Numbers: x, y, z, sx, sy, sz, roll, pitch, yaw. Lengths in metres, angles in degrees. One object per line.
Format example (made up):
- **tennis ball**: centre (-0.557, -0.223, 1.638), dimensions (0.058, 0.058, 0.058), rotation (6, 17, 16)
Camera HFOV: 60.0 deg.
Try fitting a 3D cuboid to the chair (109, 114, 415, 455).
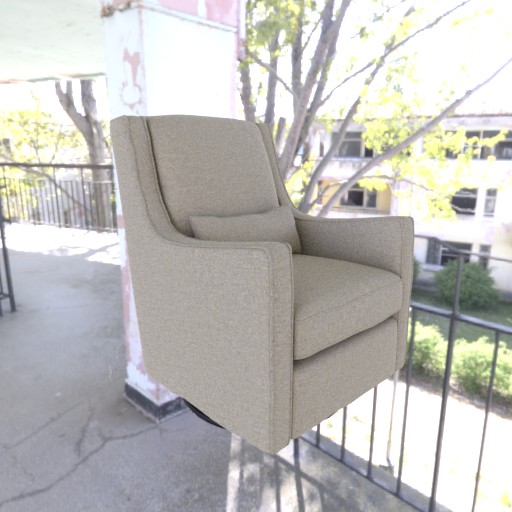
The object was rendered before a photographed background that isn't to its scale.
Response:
- **chair**: centre (0.000, 0.000, 1.582), dimensions (0.732, 0.993, 0.879), rotation (-13, 19, -43)
